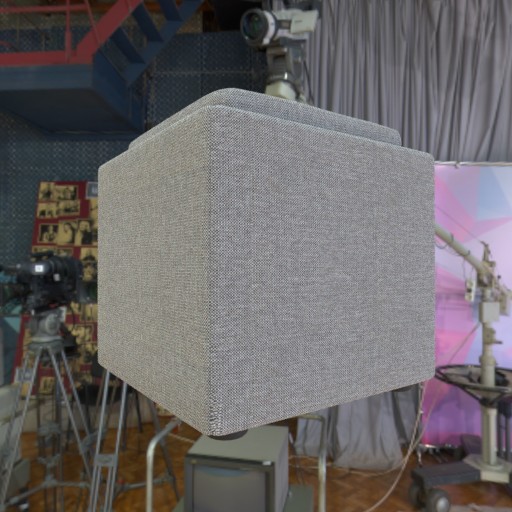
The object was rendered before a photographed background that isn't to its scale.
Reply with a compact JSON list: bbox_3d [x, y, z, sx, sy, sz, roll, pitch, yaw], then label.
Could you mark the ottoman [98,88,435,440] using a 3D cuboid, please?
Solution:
[{"bbox_3d":[0.000,0.000,0.811,0.450,0.460,0.450,0,0,-35],"label":"ottoman"}]
